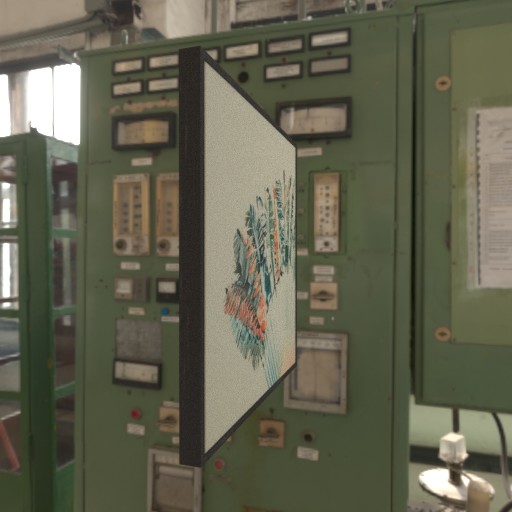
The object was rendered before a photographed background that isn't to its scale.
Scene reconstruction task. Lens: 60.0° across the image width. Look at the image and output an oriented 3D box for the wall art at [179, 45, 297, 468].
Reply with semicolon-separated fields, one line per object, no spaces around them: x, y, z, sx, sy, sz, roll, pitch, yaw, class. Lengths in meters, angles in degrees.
0.000;0.000;1.165;0.043;0.758;0.762;0;0;18;wall art
